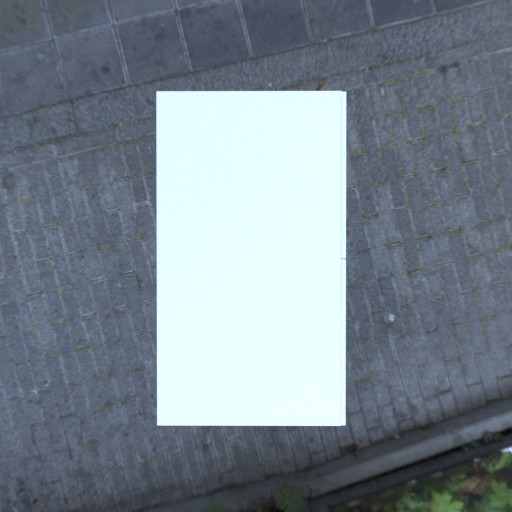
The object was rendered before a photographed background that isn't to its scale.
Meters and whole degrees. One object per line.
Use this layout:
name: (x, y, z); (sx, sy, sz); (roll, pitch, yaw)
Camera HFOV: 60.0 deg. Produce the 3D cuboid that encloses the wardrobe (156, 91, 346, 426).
wardrobe: (0.000, 0.000, 2.213); (0.577, 1.808, 0.991); (0, 91, 0)
